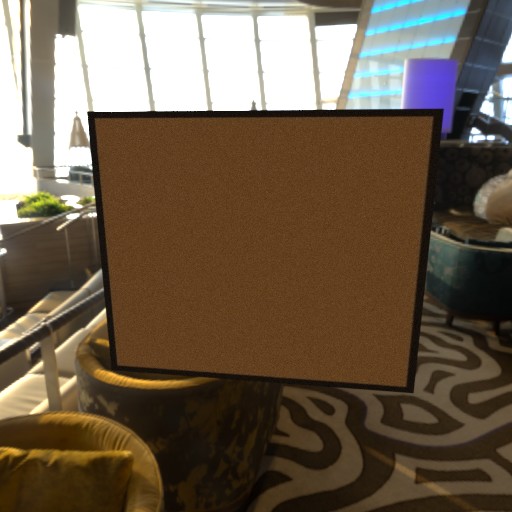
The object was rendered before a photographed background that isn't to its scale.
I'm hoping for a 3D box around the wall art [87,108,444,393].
[{"bbox_3d":[0.000,0.000,1.398,1.033,0.875,0.023,2,15,8],"label":"wall art"}]
